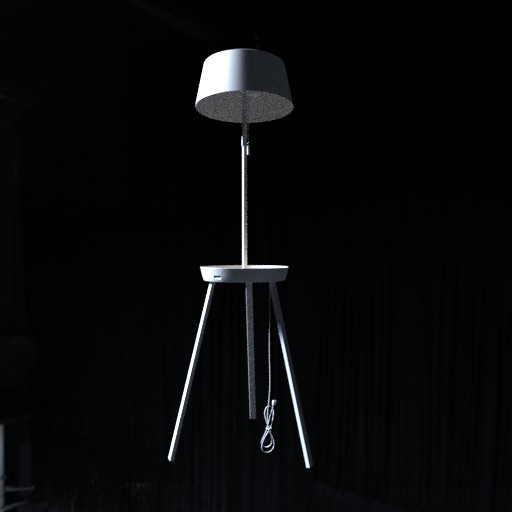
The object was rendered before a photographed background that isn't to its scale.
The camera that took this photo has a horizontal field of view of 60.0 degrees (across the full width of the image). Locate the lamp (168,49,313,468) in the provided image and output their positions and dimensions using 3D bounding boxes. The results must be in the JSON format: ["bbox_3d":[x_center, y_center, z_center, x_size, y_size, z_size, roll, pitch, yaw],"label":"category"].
[{"bbox_3d":[0.000,0.000,1.632,0.468,1.429,0.508,0,1,36],"label":"lamp"}]
